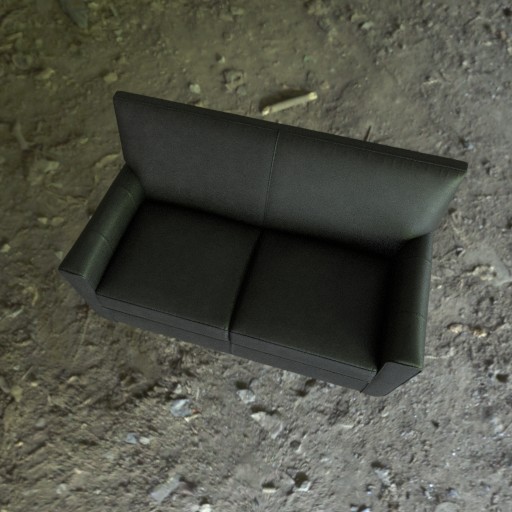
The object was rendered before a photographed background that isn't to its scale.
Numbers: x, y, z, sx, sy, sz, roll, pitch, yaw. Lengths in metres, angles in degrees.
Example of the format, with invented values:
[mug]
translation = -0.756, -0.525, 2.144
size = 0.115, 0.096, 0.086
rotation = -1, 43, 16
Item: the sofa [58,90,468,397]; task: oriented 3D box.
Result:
[sofa]
translation = 0.000, 0.000, 1.984
size = 1.473, 0.871, 0.787
rotation = 14, 60, 8
